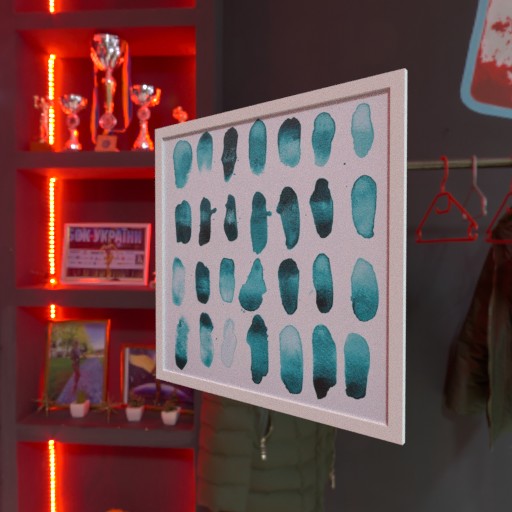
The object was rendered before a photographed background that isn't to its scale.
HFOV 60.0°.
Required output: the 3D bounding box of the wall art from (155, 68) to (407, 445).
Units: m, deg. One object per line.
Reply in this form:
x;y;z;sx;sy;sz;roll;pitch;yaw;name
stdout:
0.000;0.000;0.679;0.456;0.457;0.009;1;1;37;wall art
